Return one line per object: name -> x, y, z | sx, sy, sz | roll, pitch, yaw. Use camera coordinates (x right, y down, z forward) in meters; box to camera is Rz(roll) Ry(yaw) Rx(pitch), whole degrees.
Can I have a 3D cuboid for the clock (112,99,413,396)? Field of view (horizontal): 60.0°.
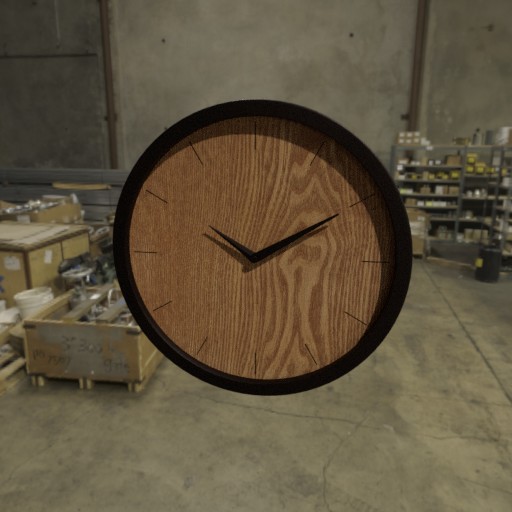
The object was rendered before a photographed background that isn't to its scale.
clock -> 0.000, 0.000, 0.470 | 0.314, 0.314, 0.029 | 2, 14, 10
